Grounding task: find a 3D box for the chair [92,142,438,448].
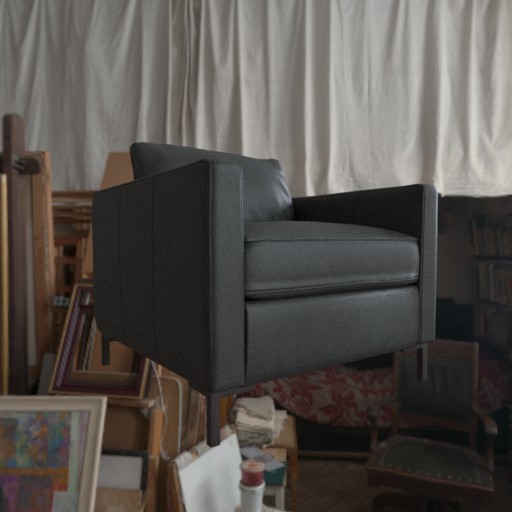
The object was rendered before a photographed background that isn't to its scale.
[{"bbox_3d":[0.000,0.000,1.481,0.967,0.824,0.861,-2,3,-36],"label":"chair"}]
